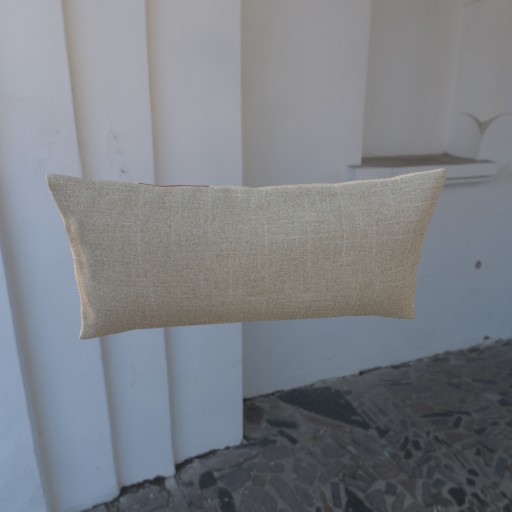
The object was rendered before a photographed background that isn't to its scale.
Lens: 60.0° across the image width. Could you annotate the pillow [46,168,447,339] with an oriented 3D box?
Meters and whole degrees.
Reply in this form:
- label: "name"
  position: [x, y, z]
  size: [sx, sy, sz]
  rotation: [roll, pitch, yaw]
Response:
- label: "pillow"
  position: [0.000, 0.000, 0.735]
  size: [0.612, 0.282, 0.155]
  rotation: [-2, 16, -8]
